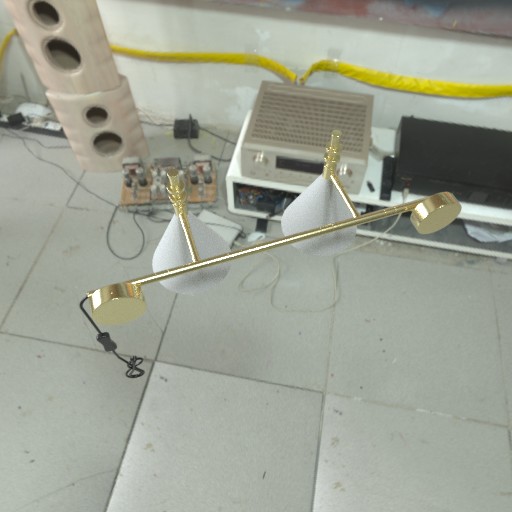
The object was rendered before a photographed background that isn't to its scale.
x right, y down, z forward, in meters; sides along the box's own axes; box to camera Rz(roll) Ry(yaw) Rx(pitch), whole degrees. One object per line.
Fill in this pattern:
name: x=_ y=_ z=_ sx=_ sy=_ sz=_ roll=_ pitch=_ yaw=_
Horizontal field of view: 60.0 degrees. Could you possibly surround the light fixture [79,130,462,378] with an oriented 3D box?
light fixture: x=0.000 y=0.000 z=0.872 sx=0.642 sy=0.468 sz=0.239 roll=-16 pitch=59 yaw=-10
